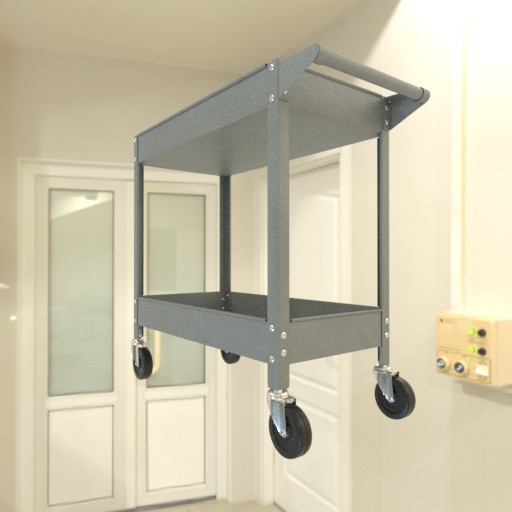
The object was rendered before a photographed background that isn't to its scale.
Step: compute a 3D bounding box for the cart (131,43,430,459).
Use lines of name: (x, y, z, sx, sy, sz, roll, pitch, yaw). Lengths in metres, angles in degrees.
cart: (0.000, 0.000, 1.135, 0.366, 0.719, 0.779, 0, 0, -38)
